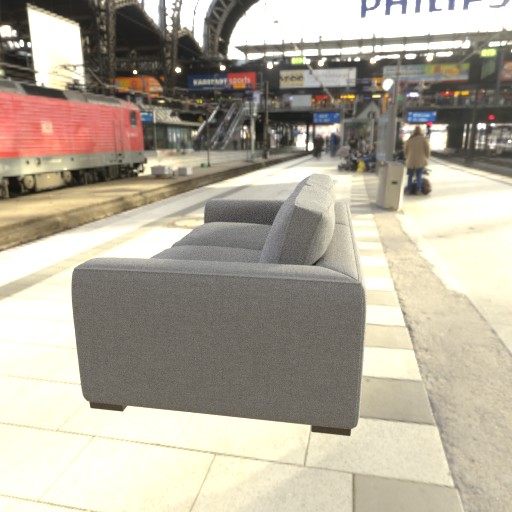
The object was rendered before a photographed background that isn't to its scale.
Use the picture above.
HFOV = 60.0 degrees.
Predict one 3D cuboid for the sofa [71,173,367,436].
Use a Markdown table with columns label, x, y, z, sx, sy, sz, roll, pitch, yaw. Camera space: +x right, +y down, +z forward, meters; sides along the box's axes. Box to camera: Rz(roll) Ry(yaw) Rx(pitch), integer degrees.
| label | x | y | z | sx | sy | sz | roll | pitch | yaw |
| --- | --- | --- | --- | --- | --- | --- | --- | --- | --- |
| sofa | 0.000 | 0.000 | 2.424 | 1.069 | 0.800 | 1.920 | 3 | 15 | 9 |
